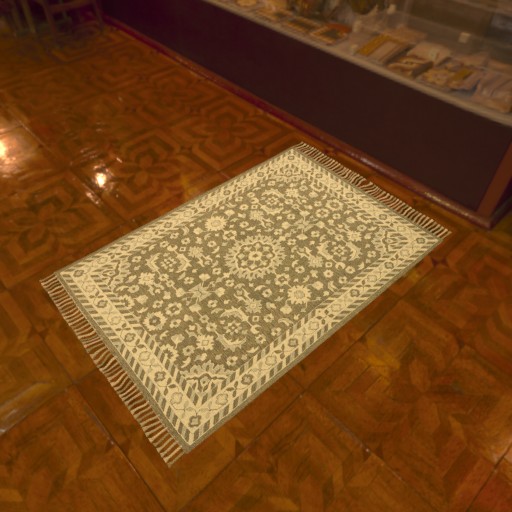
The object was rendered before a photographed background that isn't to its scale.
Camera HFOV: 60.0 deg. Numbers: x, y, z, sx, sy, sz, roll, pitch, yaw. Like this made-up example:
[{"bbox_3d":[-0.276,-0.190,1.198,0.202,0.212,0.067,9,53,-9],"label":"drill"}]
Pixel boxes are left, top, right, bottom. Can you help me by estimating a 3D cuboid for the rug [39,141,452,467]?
[{"bbox_3d":[0.000,0.000,3.029,2.431,0.025,1.530,-33,56,-26],"label":"rug"}]
